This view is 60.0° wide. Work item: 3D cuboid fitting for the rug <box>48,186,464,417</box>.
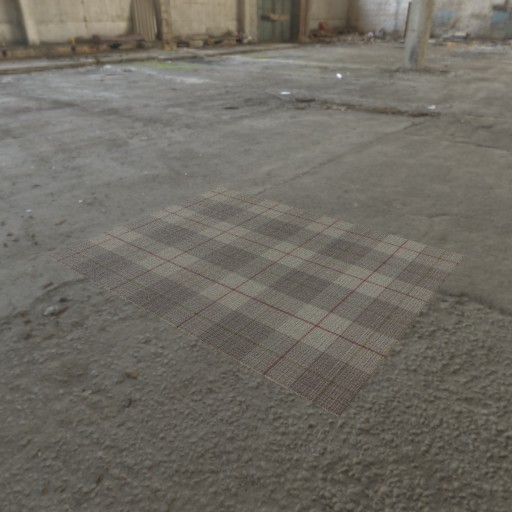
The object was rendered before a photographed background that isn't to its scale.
[{"bbox_3d":[0.000,0.000,4.003,2.959,0.016,2.317,21,35,33],"label":"rug"}]
